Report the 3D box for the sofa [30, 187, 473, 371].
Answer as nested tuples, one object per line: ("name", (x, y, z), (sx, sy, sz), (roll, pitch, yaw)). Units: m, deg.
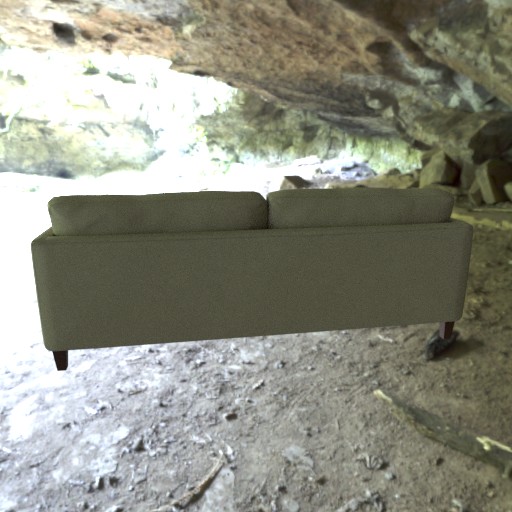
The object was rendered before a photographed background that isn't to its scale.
("sofa", (0.000, 0.000, 2.836), (2.404, 0.912, 0.988), (-3, 15, -9))
